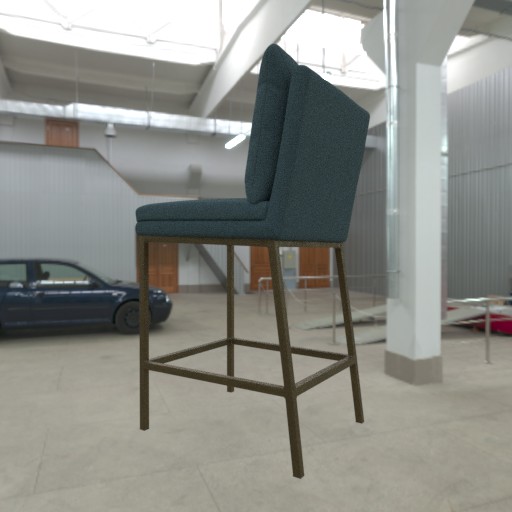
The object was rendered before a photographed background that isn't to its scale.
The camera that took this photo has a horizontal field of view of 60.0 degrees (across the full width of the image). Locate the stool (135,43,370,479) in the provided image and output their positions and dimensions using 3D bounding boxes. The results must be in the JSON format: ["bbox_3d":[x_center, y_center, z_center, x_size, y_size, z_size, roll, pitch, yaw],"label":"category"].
[{"bbox_3d":[0.000,0.000,1.349,0.568,1.032,0.463,0,1,34],"label":"stool"}]
